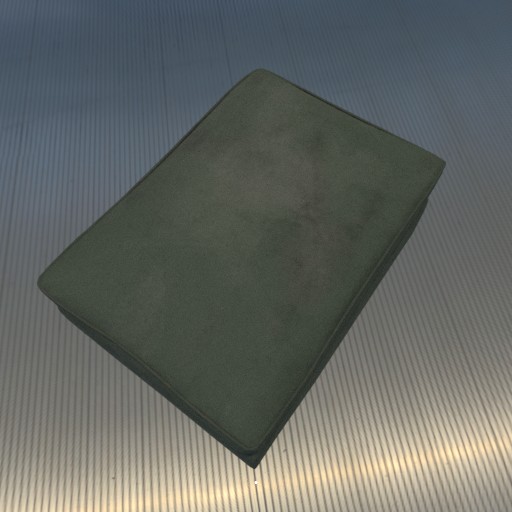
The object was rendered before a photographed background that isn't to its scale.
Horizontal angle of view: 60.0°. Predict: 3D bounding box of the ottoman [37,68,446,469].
[{"bbox_3d":[0.000,0.000,1.220,0.632,0.495,0.864,33,68,15],"label":"ottoman"}]
